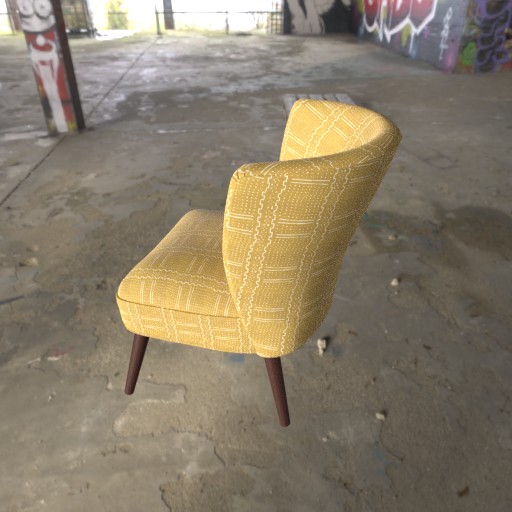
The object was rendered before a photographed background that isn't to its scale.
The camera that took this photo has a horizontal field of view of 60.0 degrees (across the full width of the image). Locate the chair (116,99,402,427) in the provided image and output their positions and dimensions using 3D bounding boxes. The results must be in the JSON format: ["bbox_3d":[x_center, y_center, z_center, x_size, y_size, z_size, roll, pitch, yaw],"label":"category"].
[{"bbox_3d":[0.000,0.000,1.412,0.758,0.866,0.706,8,33,13],"label":"chair"}]
